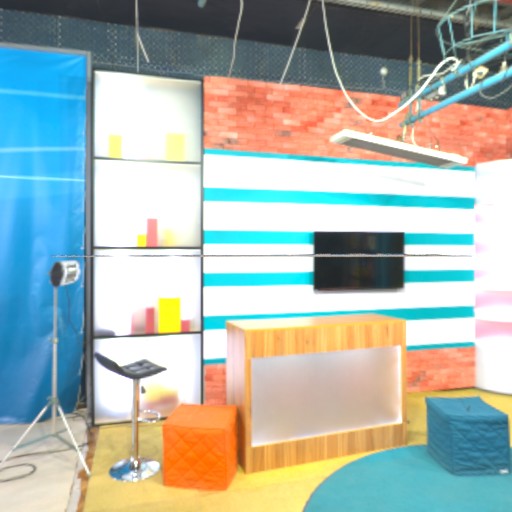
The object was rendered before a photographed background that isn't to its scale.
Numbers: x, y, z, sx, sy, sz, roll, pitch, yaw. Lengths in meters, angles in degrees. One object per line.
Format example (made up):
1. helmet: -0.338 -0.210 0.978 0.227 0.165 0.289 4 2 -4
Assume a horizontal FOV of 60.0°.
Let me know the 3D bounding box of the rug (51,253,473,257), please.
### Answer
1. rug: 0.000 0.000 3.010 2.447 0.011 1.520 0 0 35
